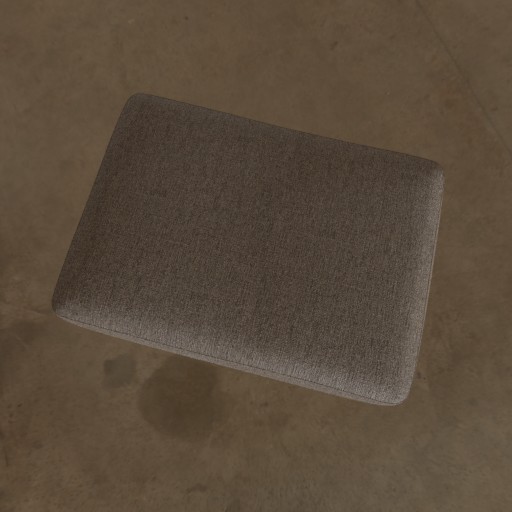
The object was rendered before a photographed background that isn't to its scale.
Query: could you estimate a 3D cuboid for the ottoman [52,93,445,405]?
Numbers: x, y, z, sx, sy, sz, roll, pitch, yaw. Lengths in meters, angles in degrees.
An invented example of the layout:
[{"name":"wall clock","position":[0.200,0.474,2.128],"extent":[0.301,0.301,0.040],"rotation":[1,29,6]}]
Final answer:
[{"name":"ottoman","position":[0.000,0.000,1.266],"extent":[0.885,0.478,0.637],"rotation":[14,75,4]}]
